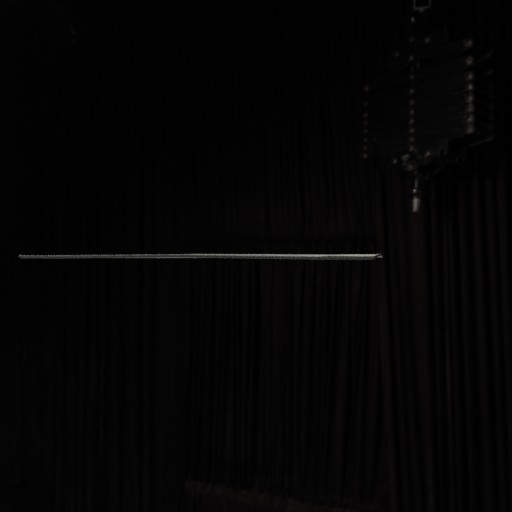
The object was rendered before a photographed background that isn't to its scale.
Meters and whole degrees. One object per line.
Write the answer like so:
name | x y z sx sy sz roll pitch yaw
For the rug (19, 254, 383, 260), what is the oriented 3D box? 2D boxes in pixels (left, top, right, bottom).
rug | 0.000 0.000 5.144 2.802 0.052 4.078 0 0 17
